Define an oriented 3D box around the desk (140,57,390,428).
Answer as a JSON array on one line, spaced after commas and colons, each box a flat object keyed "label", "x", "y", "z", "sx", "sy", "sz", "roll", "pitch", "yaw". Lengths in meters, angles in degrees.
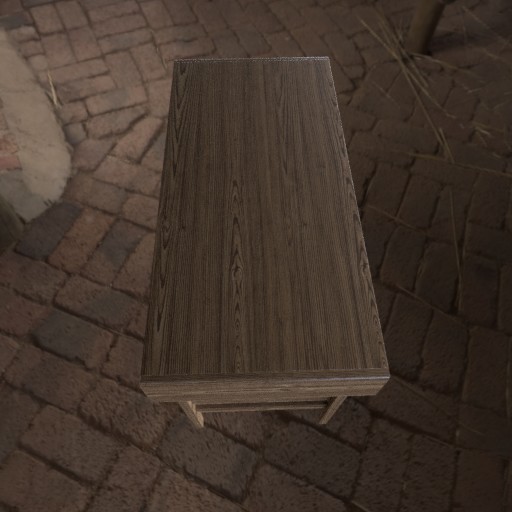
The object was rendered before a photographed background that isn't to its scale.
[{"label": "desk", "x": 0.000, "y": 0.000, "z": 1.490, "sx": 0.508, "sy": 0.755, "sz": 1.067, "roll": -2, "pitch": 58, "yaw": -1}]
